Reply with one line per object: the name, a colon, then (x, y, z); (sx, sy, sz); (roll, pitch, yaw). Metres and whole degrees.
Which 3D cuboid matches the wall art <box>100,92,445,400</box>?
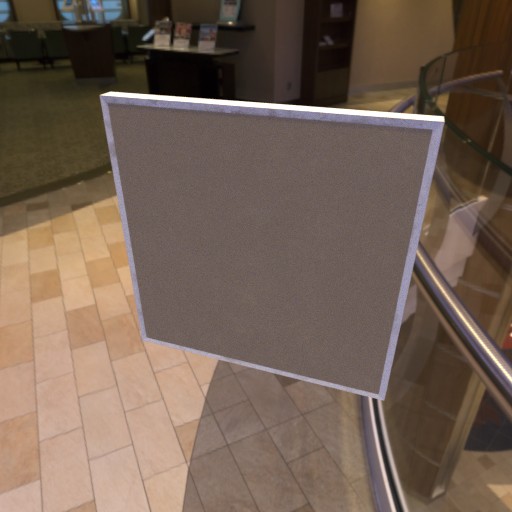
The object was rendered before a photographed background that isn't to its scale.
wall art: (0.000, 0.000, 0.766); (0.508, 0.506, 0.029); (10, 32, 16)
